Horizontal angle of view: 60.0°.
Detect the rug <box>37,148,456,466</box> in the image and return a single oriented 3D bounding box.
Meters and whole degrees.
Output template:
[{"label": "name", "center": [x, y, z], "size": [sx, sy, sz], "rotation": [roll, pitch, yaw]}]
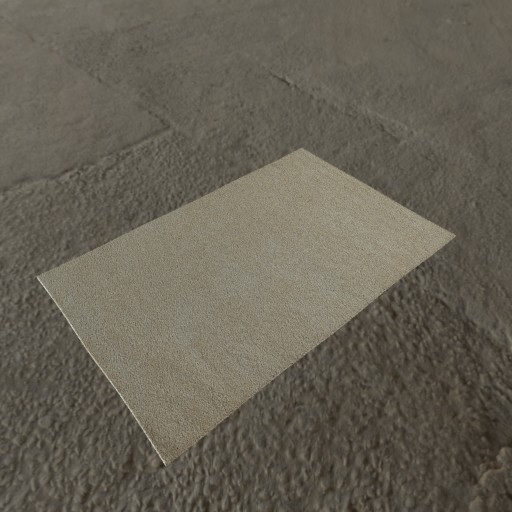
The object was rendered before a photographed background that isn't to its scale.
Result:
[{"label": "rug", "center": [0.000, 0.000, 2.929], "size": [2.346, 0.025, 1.500], "rotation": [-31, 53, -27]}]
